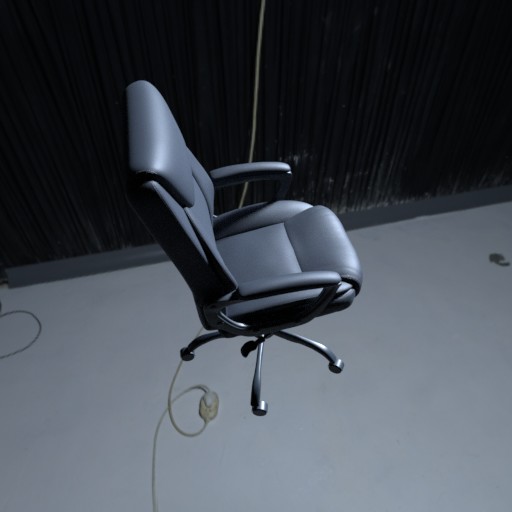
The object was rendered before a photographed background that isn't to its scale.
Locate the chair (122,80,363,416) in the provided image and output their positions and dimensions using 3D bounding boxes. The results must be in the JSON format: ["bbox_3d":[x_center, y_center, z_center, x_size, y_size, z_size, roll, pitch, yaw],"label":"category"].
[{"bbox_3d":[0.000,0.000,1.452,0.655,1.072,0.615,-9,47,-8],"label":"chair"}]
